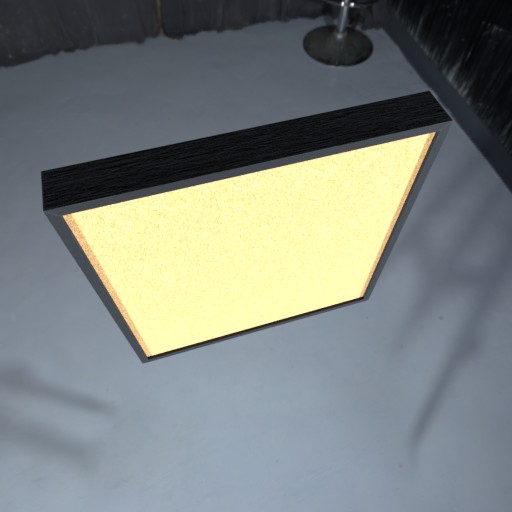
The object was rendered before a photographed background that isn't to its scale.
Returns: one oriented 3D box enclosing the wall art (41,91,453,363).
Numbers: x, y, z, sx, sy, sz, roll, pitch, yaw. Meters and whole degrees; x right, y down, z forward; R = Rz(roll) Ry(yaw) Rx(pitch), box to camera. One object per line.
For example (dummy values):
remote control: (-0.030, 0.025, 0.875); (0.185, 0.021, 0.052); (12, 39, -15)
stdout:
wall art: (0.000, 0.000, 0.455); (0.305, 0.305, 0.037); (-14, 59, -9)
